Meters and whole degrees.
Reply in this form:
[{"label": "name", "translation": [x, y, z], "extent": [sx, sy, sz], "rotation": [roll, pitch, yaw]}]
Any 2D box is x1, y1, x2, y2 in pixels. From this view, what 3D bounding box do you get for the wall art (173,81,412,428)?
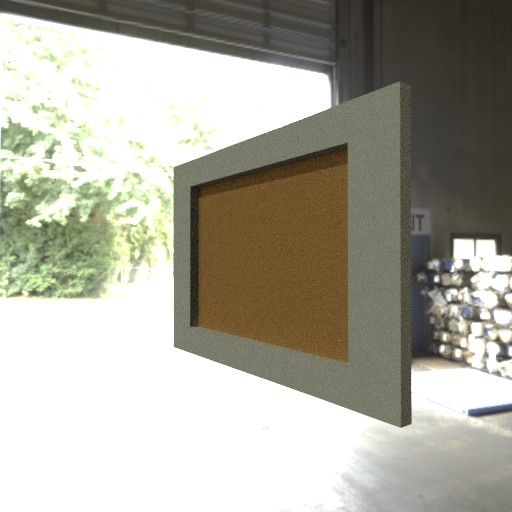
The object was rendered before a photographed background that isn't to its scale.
[{"label": "wall art", "translation": [0.000, 0.000, 1.161], "extent": [0.033, 0.617, 0.906], "rotation": [0, -1, -37]}]
